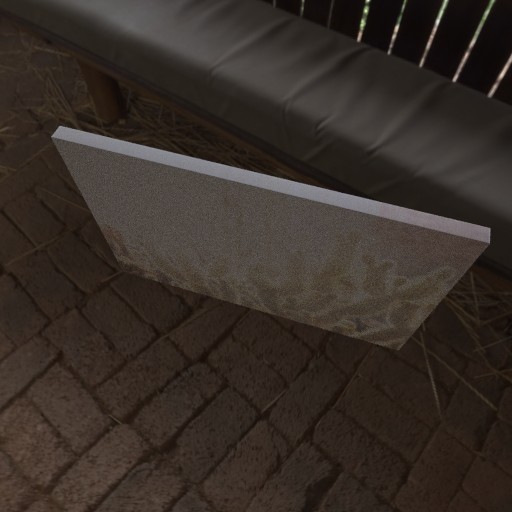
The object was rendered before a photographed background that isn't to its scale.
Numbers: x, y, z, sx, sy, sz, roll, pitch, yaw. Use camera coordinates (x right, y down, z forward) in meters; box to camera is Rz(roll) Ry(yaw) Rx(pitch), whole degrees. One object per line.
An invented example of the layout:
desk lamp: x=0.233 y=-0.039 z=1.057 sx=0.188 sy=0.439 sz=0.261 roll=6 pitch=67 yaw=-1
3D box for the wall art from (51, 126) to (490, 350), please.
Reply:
wall art: x=0.000 y=0.000 z=1.158 sx=0.916 sy=0.608 sz=0.040 roll=15 pitch=61 yaw=9
